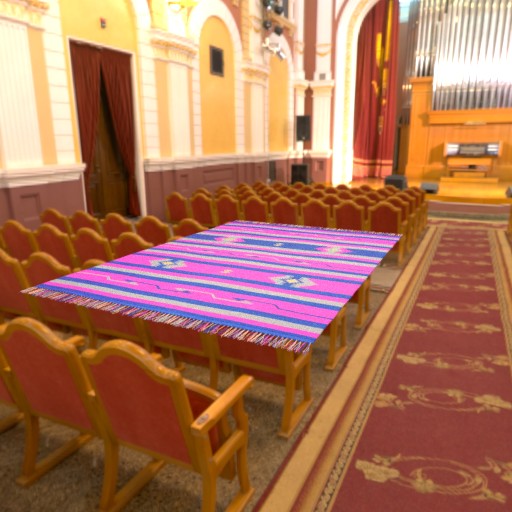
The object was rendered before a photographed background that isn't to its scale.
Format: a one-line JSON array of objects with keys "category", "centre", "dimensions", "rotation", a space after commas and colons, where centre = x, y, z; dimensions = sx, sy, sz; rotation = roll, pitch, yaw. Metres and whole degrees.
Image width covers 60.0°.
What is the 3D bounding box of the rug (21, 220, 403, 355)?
[{"category": "rug", "centre": [0.000, 0.000, 2.916], "dimensions": [1.539, 0.013, 2.350], "rotation": [7, 16, 25]}]
